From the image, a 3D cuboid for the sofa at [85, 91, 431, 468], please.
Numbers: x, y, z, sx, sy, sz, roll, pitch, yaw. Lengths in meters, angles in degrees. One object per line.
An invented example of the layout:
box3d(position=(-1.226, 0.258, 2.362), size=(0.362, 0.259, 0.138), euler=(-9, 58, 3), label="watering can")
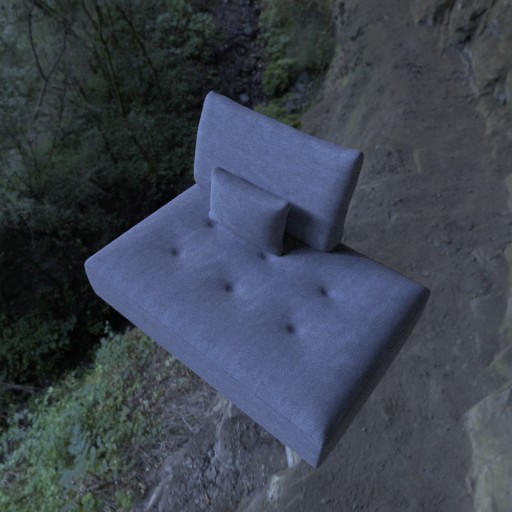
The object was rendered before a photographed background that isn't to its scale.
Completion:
box3d(position=(0.000, 0.000, 2.057), size=(1.450, 0.820, 1.002), euler=(31, 54, 25), label="sofa")
